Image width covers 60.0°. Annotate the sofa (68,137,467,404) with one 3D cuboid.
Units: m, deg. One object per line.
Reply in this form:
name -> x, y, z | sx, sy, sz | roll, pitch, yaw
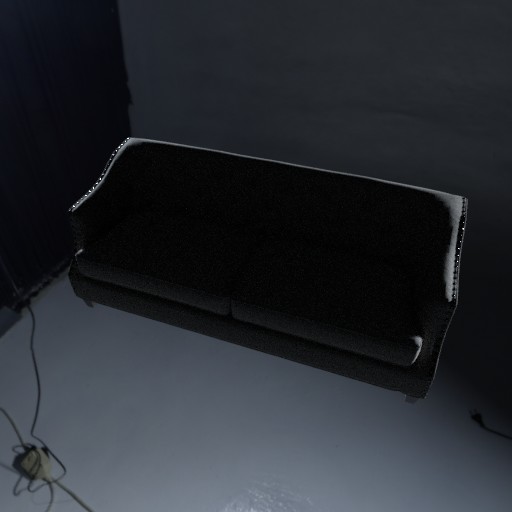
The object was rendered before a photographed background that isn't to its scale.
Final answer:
sofa -> 0.000, 0.000, 2.745 | 2.235, 0.901, 0.914 | 13, 43, 15
